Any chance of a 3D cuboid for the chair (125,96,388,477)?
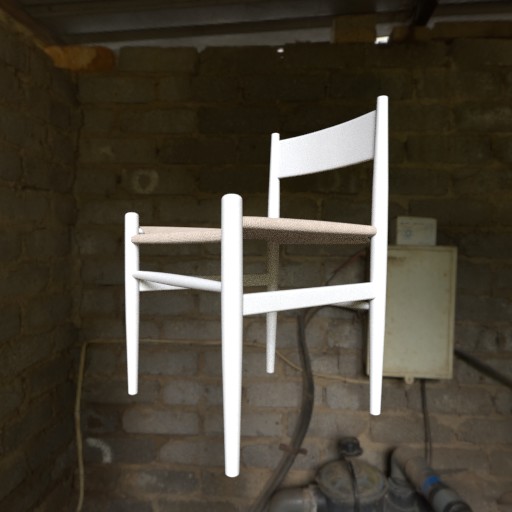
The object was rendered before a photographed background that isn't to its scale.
[{"bbox_3d":[0.000,0.000,1.116,0.495,0.762,0.556,-1,2,-34],"label":"chair"}]
